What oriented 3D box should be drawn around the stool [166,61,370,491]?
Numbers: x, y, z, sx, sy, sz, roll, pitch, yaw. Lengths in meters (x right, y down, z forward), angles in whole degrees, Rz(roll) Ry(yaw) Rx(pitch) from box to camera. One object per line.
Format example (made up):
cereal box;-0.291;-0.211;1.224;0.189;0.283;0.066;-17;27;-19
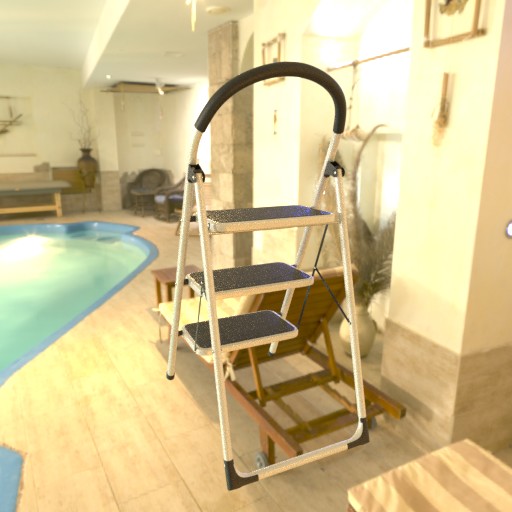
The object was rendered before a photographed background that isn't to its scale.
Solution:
stool;0.000;0.000;1.445;0.485;1.109;0.676;-7;16;-24
